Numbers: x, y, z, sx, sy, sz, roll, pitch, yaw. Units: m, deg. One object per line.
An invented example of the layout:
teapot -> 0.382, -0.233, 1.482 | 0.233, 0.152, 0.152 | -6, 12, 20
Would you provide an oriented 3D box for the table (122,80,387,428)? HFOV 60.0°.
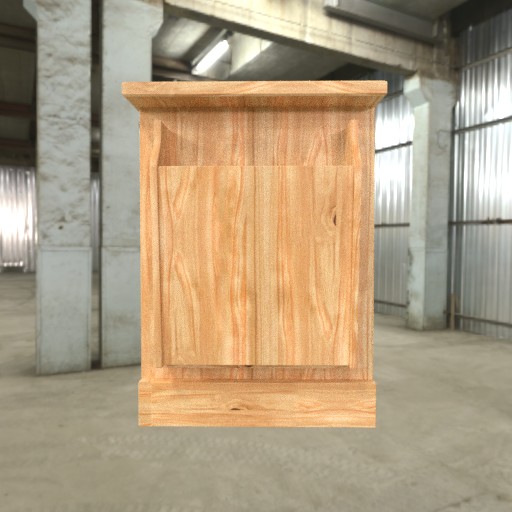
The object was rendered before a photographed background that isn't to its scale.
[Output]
table -> 0.000, 0.000, 0.876 | 0.380, 0.515, 0.530 | 0, 2, 1
